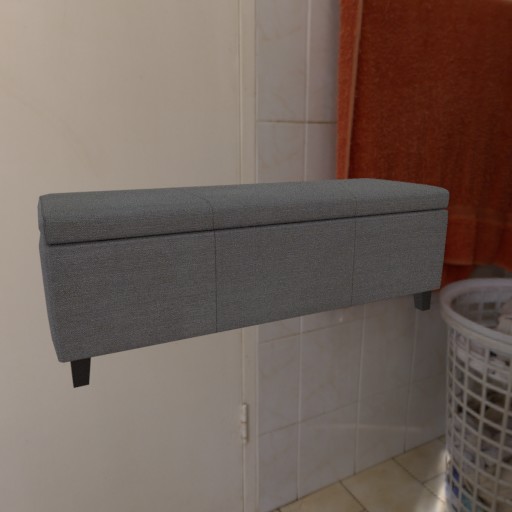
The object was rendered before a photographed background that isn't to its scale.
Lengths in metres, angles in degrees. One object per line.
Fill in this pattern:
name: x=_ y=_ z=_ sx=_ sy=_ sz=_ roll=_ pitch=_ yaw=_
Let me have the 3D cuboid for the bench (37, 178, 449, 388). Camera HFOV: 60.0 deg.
bench: x=0.000 y=0.000 z=1.457 sx=1.269 sy=0.438 sz=0.446 roll=-7 pitch=16 yaw=-25
